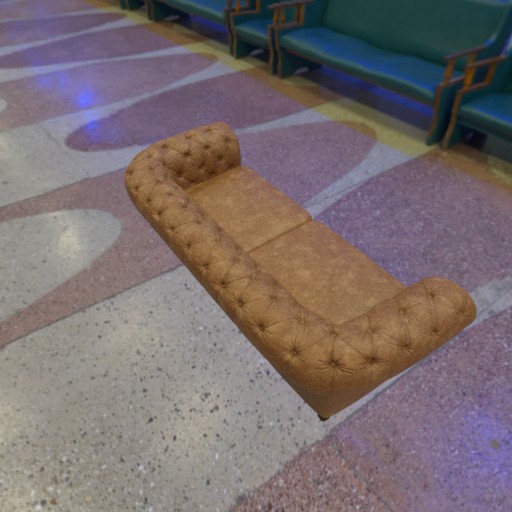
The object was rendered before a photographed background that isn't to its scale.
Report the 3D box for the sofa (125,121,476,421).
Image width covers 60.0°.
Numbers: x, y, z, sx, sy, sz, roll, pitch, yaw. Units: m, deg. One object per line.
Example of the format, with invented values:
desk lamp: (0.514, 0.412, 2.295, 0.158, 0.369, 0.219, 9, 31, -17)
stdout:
sofa: (0.000, 0.000, 2.806, 0.989, 0.760, 2.365, -26, 48, -25)
